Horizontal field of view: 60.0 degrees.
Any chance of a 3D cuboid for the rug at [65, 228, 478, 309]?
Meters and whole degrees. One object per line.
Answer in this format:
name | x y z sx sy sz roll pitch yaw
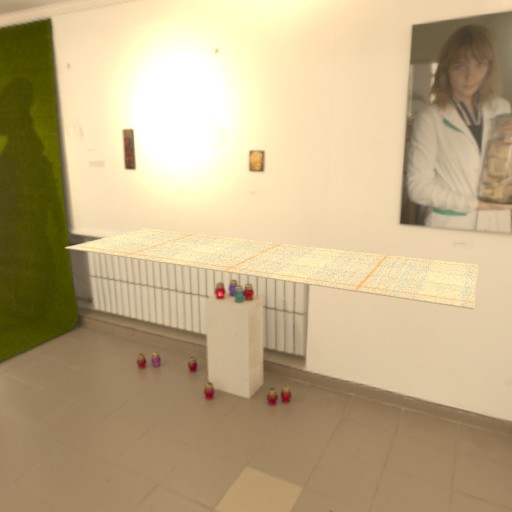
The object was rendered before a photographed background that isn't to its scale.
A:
rug | 0.000 0.000 2.722 2.442 0.016 0.770 7 16 26
